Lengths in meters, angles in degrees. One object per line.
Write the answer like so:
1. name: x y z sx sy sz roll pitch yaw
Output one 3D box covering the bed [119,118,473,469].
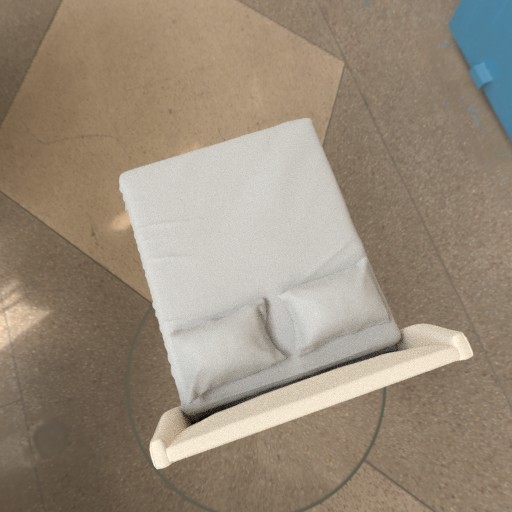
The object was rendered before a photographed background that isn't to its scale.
1. bed: 0.000 0.000 3.361 1.925 1.332 2.276 -18 76 -5
